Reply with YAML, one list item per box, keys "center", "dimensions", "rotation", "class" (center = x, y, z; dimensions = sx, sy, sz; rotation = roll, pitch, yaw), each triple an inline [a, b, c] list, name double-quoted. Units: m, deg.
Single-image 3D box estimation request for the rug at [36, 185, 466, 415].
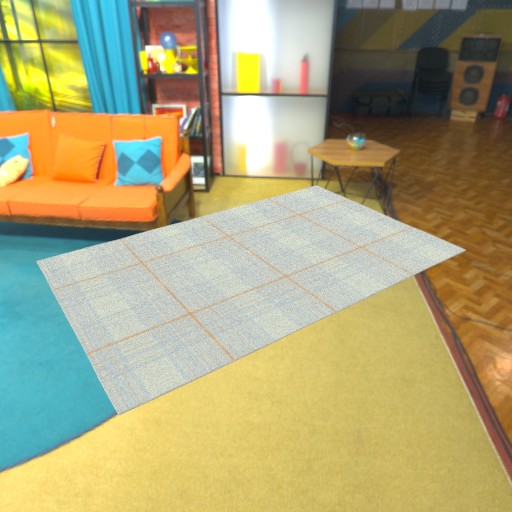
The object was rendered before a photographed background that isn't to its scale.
- center: [0.000, 0.000, 2.965]
  dimensions: [2.442, 0.016, 1.527]
  rotation: [-19, 35, -30]
  class: "rug"
